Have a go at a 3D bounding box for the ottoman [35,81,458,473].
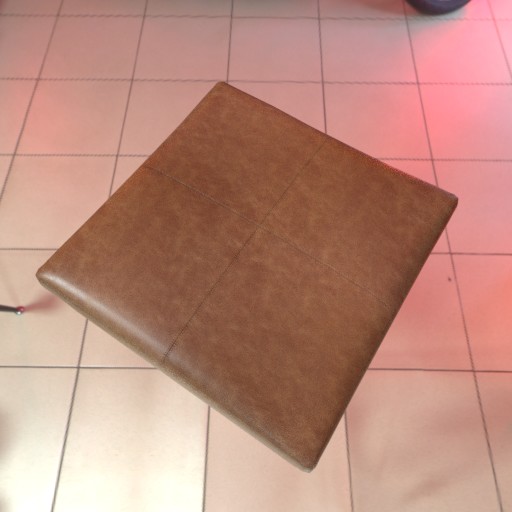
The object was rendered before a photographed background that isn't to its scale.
[{"bbox_3d":[0.000,0.000,1.818,1.168,0.483,1.169,31,68,14],"label":"ottoman"}]
